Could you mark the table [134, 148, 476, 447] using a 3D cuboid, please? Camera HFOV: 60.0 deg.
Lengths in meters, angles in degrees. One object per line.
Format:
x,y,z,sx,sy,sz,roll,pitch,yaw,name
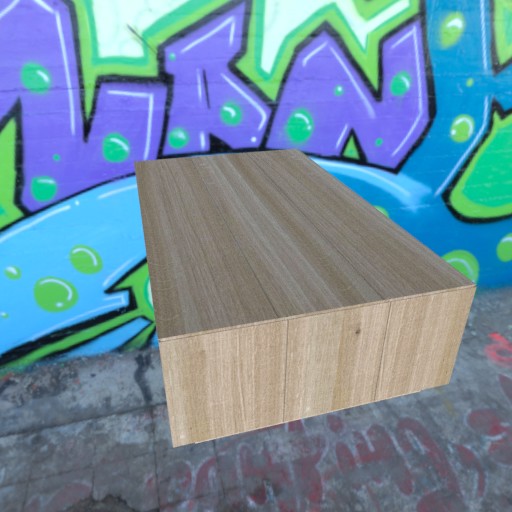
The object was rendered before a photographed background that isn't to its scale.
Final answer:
0.000,0.000,1.427,0.678,0.353,1.110,-8,30,-14,table
